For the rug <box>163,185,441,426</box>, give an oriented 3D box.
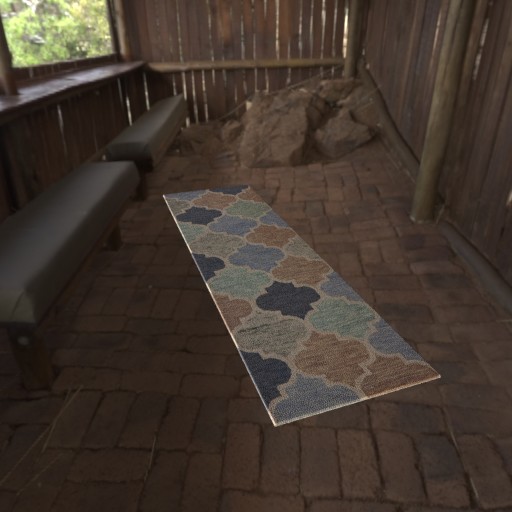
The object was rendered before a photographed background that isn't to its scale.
[{"bbox_3d":[0.000,0.000,2.541,0.687,0.011,2.287,-10,30,-17],"label":"rug"}]
